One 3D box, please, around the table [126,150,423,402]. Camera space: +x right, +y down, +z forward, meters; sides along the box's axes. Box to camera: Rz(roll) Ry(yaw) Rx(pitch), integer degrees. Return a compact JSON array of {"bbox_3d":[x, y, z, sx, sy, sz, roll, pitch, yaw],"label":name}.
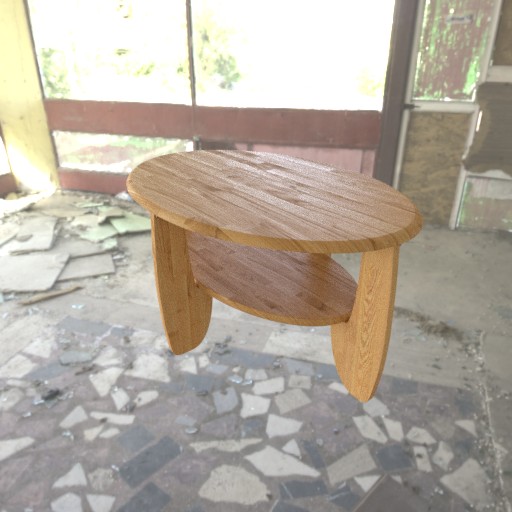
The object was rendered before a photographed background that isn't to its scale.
[{"bbox_3d":[0.000,0.000,1.421,0.690,0.490,1.040,-18,31,-33],"label":"table"}]
